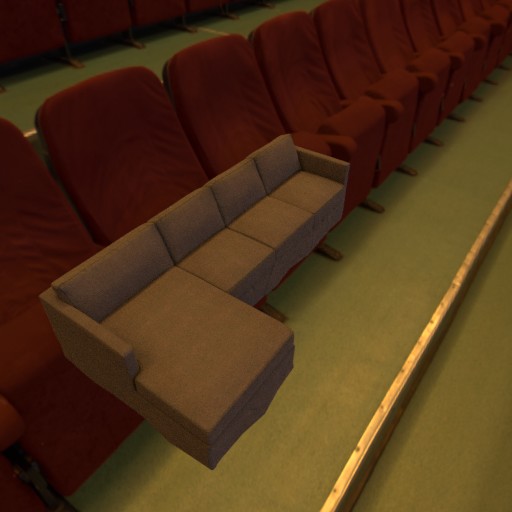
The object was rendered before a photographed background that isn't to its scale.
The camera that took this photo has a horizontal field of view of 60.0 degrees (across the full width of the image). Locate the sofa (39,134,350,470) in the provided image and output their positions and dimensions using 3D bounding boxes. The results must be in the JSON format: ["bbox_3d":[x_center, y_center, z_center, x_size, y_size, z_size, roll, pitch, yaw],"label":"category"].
[{"bbox_3d":[0.000,0.000,4.001,1.650,0.922,3.205,25,46,27],"label":"sofa"}]
